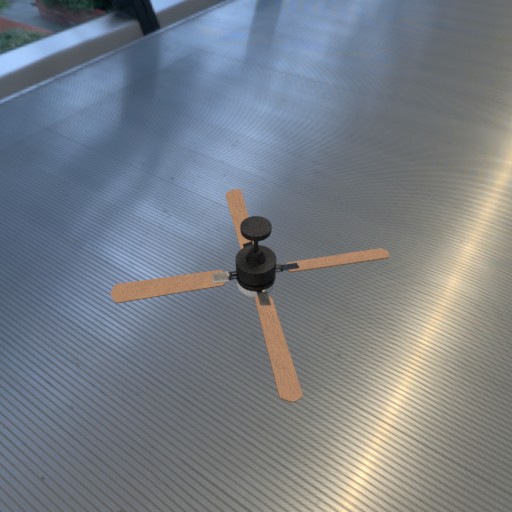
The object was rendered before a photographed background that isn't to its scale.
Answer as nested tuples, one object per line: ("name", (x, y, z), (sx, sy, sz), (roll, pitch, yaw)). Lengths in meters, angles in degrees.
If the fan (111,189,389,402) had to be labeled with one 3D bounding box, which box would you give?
("fan", (0.000, 0.000, 1.994), (1.320, 0.355, 1.320), (-8, 45, -8))
